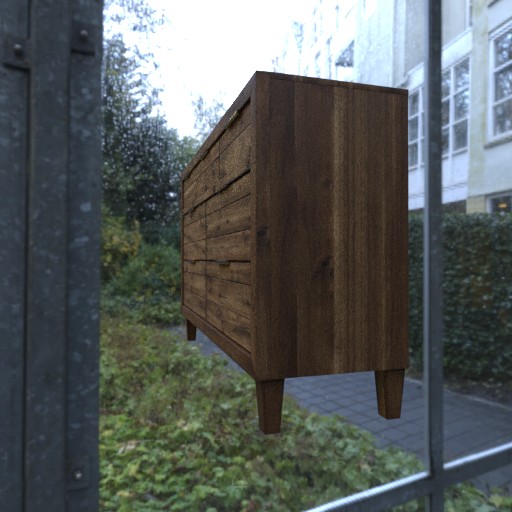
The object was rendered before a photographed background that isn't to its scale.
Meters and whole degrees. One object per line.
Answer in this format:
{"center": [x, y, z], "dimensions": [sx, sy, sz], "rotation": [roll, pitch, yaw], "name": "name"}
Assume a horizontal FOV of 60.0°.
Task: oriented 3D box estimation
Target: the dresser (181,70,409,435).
{"center": [0.000, 0.000, 1.792], "dimensions": [0.438, 0.892, 1.387], "rotation": [0, 0, -17], "name": "dresser"}
